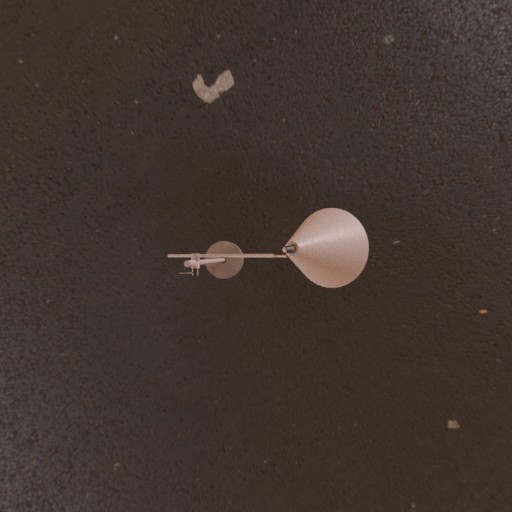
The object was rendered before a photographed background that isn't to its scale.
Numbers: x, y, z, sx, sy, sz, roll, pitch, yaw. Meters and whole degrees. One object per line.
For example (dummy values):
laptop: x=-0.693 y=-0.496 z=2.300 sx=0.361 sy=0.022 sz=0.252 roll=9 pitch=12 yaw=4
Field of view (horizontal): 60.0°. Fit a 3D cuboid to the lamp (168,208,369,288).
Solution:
lamp: x=0.000 y=0.000 z=1.569 sx=0.508 sy=1.430 sz=0.223 roll=0 pitch=90 yaw=0
